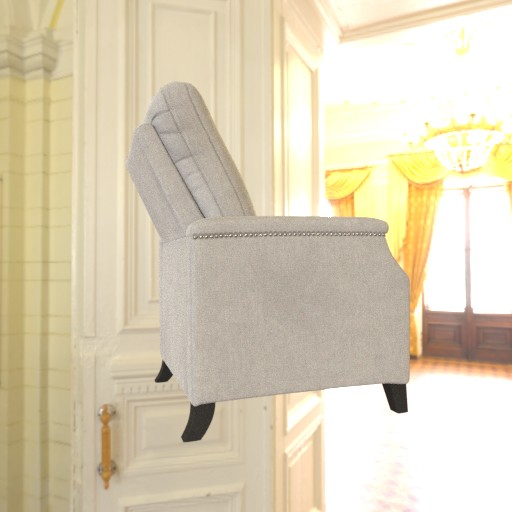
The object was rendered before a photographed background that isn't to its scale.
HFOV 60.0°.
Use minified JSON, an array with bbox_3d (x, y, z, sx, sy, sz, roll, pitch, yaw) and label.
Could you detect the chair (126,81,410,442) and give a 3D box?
[{"bbox_3d":[0.000,0.000,1.667,0.922,1.049,0.710,0,-1,-19],"label":"chair"}]
